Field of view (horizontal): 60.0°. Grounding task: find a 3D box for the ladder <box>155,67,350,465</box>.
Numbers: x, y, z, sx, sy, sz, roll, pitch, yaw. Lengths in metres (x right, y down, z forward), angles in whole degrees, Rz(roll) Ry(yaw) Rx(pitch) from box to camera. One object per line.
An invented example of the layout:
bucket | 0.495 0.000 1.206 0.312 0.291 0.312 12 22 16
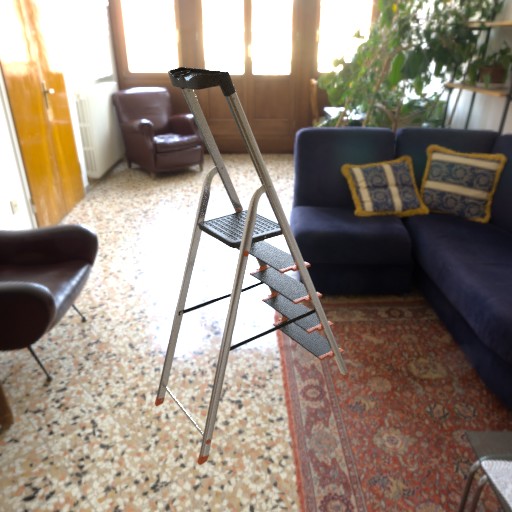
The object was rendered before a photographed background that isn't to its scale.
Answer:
ladder | 0.000 0.000 2.094 0.995 1.646 0.480 -18 31 -33
